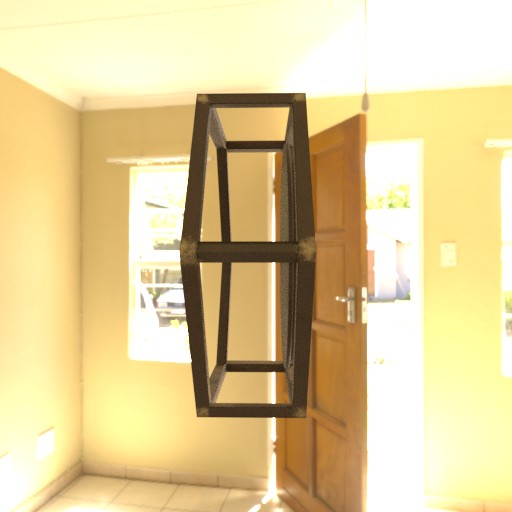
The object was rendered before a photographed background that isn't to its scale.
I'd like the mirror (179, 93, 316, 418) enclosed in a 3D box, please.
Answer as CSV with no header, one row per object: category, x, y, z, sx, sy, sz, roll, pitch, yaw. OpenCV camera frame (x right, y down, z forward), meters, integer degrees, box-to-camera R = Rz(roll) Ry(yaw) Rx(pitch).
mirror,0.000,0.000,0.552,0.119,0.334,0.380,0,0,1
